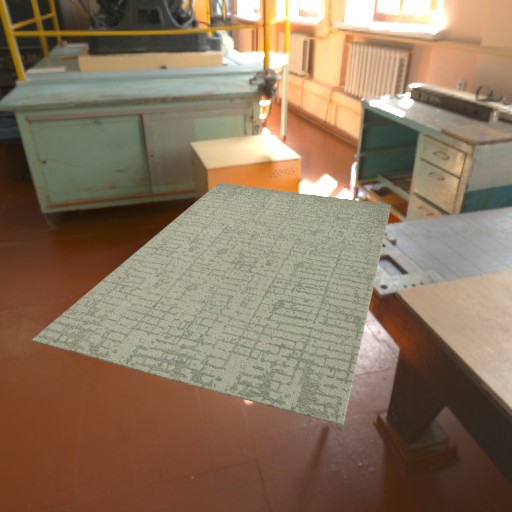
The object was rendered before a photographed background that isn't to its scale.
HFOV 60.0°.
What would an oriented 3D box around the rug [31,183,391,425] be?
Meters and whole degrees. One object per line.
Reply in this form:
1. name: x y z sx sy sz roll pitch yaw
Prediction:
1. rug: 0.000 0.000 2.293 1.211 0.007 1.827 10 31 17
